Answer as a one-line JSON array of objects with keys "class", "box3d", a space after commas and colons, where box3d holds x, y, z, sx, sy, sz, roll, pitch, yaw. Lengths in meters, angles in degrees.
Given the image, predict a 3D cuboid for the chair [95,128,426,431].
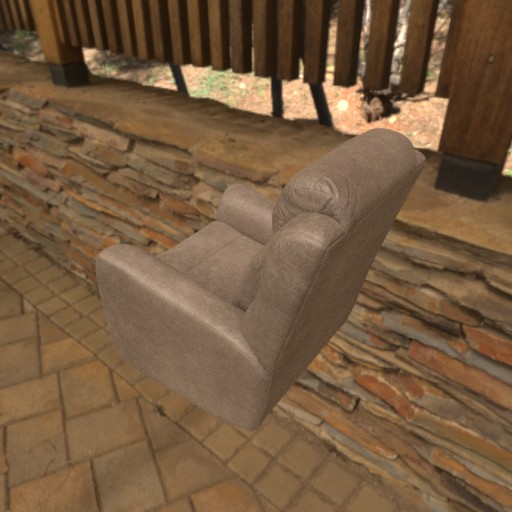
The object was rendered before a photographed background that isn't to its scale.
[{"class": "chair", "box3d": [0.000, 0.000, 1.927, 1.068, 1.116, 0.967, 21, 37, 29]}]
